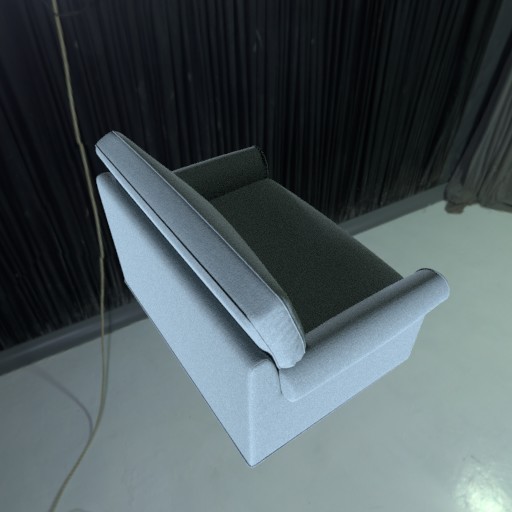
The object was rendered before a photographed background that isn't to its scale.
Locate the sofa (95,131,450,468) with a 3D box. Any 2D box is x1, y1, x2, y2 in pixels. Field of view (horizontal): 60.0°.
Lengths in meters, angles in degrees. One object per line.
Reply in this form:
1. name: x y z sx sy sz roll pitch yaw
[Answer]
1. sofa: 0.000 0.000 2.041 0.940 0.953 1.410 -25 47 -25
